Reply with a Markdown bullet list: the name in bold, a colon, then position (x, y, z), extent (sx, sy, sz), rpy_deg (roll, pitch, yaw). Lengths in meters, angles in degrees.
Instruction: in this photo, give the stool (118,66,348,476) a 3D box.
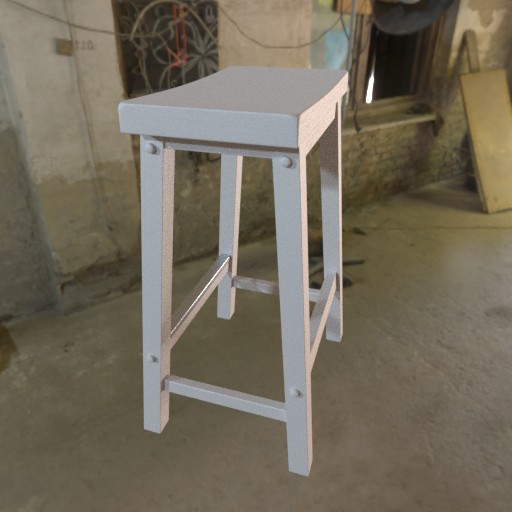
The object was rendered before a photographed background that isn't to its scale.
- **stool**: position (0.000, 0.000, 0.830), extent (0.322, 0.610, 0.406), rpy_deg (9, 31, 16)
